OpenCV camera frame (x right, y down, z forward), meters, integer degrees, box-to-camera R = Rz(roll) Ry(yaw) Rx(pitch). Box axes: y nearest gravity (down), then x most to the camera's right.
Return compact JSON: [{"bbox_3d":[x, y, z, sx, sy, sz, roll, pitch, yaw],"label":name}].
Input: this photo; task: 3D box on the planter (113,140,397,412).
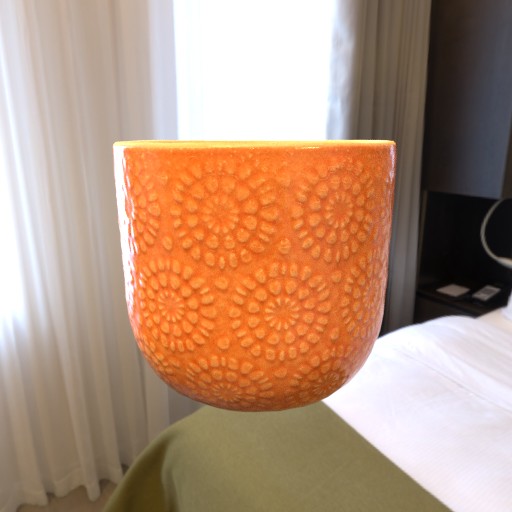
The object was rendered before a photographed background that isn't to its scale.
[{"bbox_3d":[0.000,0.000,0.288,0.170,0.152,0.170,0,15,0],"label":"planter"}]
